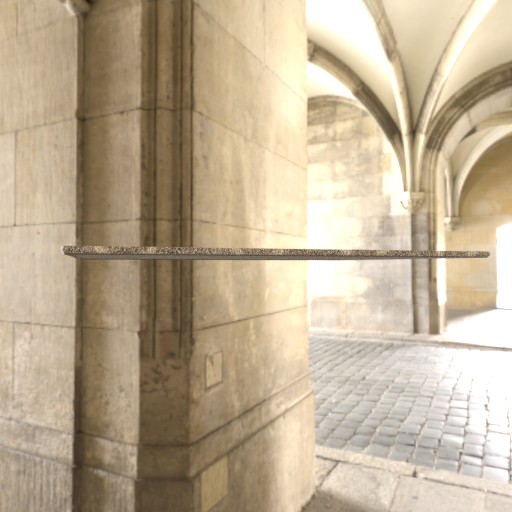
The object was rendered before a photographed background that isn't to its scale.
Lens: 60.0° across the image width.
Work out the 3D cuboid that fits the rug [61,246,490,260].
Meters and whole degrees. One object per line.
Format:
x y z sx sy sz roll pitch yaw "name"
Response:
0.000 0.000 2.088 1.600 0.025 1.200 0 -1 -20 "rug"
